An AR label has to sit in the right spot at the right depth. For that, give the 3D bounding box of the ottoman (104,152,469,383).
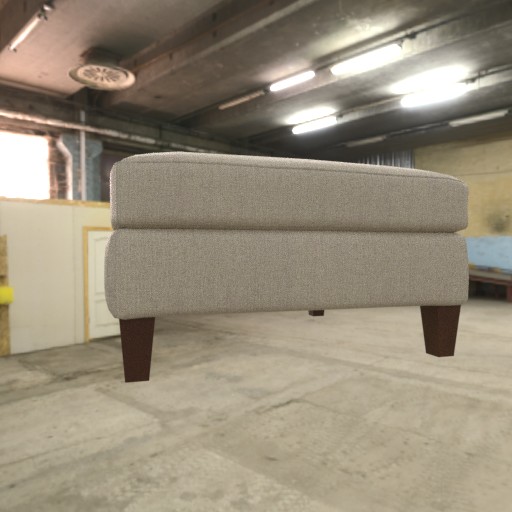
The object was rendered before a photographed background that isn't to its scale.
[{"bbox_3d":[0.000,0.000,1.326,0.838,0.481,0.838,0,0,-17],"label":"ottoman"}]
